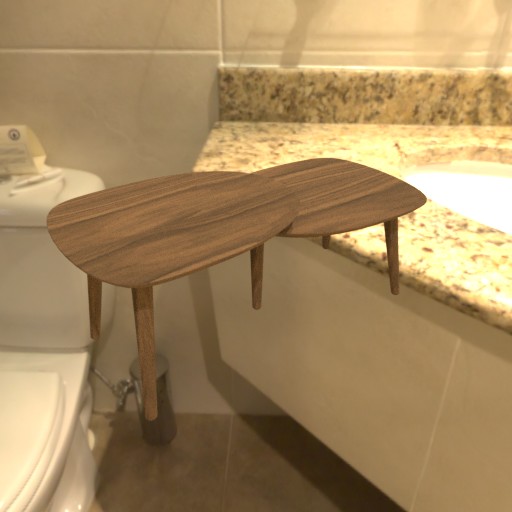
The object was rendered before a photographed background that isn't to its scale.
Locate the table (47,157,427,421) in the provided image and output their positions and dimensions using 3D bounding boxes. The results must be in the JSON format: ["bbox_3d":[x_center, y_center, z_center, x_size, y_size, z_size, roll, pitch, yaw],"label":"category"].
[{"bbox_3d":[0.000,0.000,1.362,1.084,0.429,0.527,-20,36,-29],"label":"table"}]
